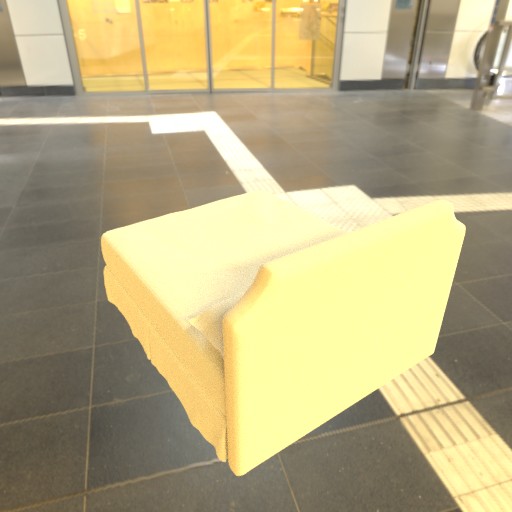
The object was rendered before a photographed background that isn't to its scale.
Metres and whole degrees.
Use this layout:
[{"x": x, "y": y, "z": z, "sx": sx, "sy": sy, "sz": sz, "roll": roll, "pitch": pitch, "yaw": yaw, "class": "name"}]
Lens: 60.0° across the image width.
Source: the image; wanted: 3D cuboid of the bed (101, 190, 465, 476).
[{"x": 0.000, "y": 0.000, "z": 3.917, "sx": 2.134, "sy": 1.524, "sz": 2.548, "roll": -19, "pitch": 35, "yaw": -30, "class": "bed"}]
